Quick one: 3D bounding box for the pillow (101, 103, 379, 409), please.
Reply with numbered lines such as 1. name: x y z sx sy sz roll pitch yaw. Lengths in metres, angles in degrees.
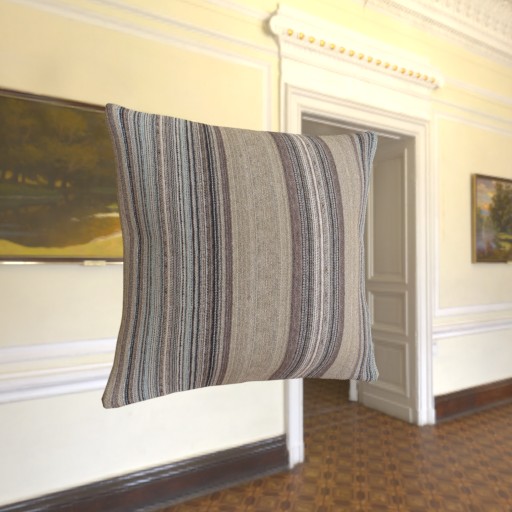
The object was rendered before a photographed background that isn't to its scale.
1. pillow: 0.000 0.000 0.663 0.435 0.416 0.189 0 -1 -19
